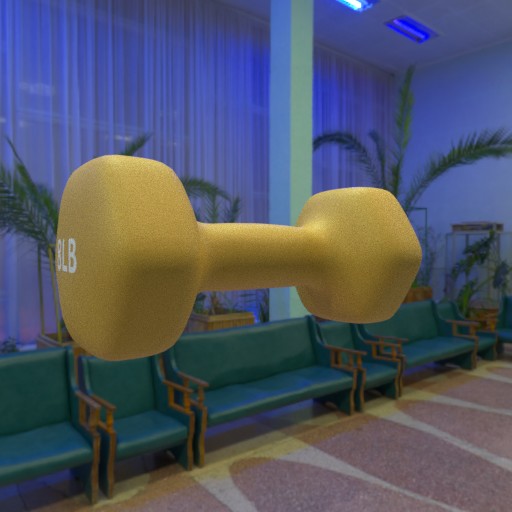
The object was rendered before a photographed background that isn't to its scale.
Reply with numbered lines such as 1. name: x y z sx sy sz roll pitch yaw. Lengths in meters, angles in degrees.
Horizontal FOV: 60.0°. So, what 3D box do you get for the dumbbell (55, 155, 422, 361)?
1. dumbbell: 0.000 0.000 0.234 0.190 0.082 0.090 -1 1 -36
